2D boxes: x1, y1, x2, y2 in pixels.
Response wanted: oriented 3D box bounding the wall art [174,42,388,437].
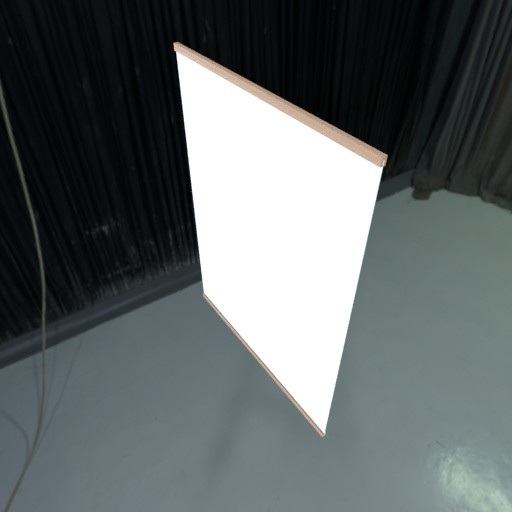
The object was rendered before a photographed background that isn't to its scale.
[{"bbox_3d":[0.000,0.000,1.325,0.013,1.016,0.758,-26,48,-25],"label":"wall art"}]
